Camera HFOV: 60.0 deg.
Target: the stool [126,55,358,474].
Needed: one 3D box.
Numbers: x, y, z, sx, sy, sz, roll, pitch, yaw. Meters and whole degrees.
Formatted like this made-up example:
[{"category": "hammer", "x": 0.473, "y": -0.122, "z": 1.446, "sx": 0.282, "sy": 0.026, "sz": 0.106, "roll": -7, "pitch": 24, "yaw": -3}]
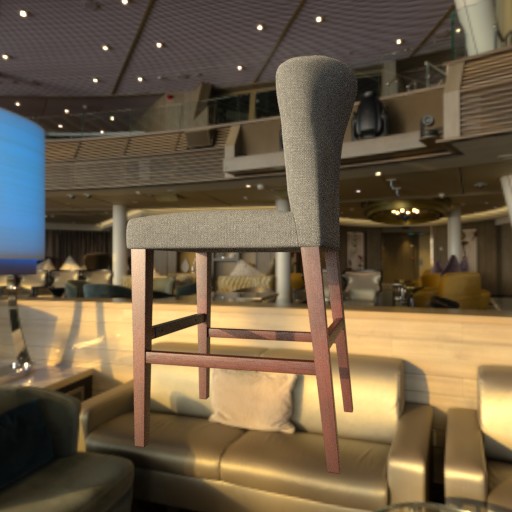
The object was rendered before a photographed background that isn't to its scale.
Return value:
[{"category": "stool", "x": 0.000, "y": 0.000, "z": 1.264, "sx": 0.568, "sy": 0.968, "sz": 0.479, "roll": 0, "pitch": -1, "yaw": 16}]
